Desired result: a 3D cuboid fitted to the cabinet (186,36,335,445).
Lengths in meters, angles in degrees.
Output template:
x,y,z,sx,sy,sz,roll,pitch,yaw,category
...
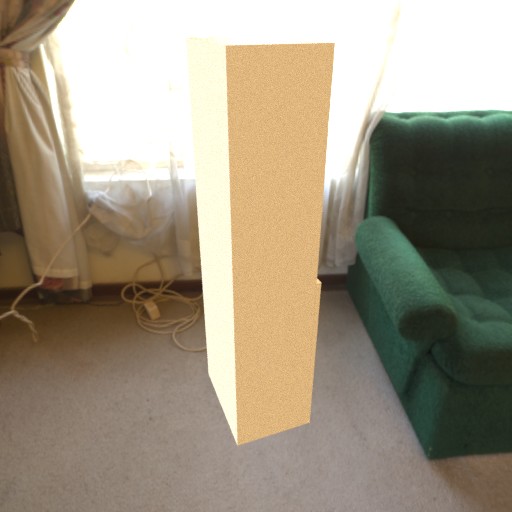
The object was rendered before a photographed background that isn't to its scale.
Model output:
x,y,z,sx,sy,sz,roll,pitch,yaw,category
0.000,0.000,1.537,0.300,1.350,0.400,-10,30,-18,cabinet
